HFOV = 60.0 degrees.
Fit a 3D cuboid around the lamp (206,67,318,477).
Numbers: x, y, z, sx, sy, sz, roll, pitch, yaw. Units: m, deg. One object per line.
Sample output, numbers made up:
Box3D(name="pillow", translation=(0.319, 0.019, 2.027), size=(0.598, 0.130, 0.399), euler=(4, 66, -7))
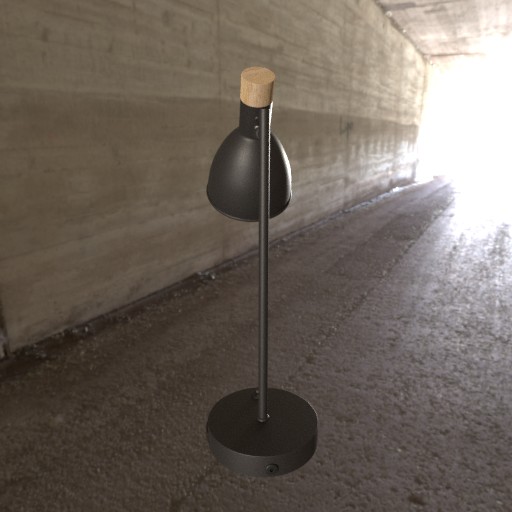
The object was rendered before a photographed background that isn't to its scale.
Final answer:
Box3D(name="lamp", translation=(0.000, 0.000, 0.610), size=(0.152, 0.483, 0.287), euler=(-2, 16, -7))
